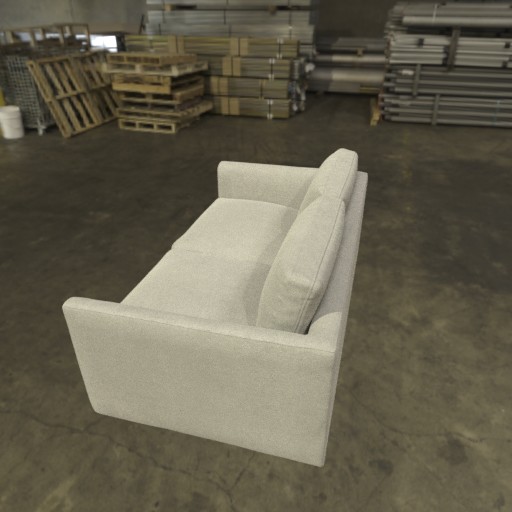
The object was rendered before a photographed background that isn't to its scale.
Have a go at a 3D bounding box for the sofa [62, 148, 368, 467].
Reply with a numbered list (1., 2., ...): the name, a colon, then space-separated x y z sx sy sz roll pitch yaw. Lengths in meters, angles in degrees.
1. sofa: 0.000 0.000 2.513 1.091 0.839 1.905 8 31 13
